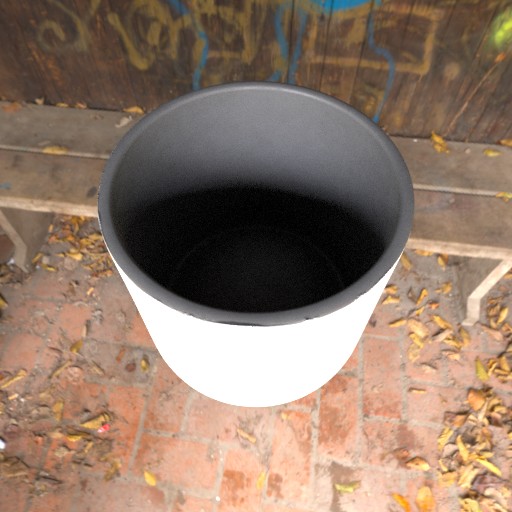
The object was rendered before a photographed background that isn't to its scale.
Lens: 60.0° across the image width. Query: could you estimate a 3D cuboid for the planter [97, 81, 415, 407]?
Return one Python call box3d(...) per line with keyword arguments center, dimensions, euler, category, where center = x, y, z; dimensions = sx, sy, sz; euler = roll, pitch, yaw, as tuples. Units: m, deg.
box3d(center=(0.000, 0.000, 0.391), dimensions=(0.221, 0.201, 0.221), euler=(0, 58, 0), category="planter")
